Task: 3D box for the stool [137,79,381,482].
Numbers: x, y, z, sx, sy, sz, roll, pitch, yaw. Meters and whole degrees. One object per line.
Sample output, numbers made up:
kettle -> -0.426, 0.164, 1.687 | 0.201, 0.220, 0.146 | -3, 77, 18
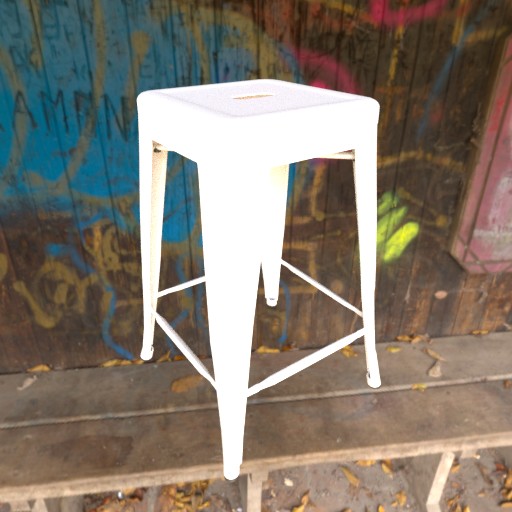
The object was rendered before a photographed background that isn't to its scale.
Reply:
stool -> 0.000, 0.000, 0.879 | 0.406, 0.610, 0.406 | -19, 34, -30
